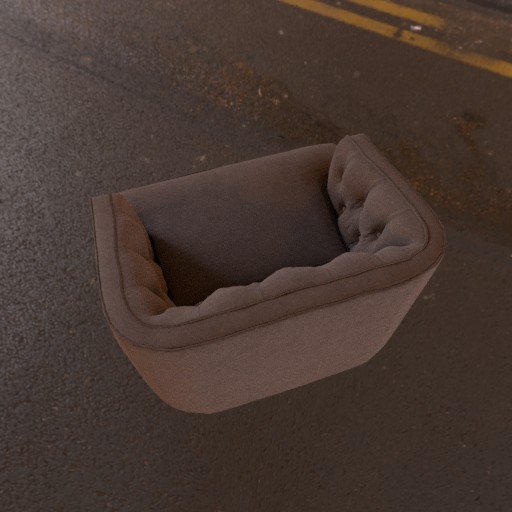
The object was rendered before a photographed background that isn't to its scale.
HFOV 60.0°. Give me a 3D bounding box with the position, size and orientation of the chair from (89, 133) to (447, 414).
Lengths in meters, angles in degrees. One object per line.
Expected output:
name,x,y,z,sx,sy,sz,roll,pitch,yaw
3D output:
chair,0.000,0.000,1.755,1.104,0.852,0.941,-15,59,-9
